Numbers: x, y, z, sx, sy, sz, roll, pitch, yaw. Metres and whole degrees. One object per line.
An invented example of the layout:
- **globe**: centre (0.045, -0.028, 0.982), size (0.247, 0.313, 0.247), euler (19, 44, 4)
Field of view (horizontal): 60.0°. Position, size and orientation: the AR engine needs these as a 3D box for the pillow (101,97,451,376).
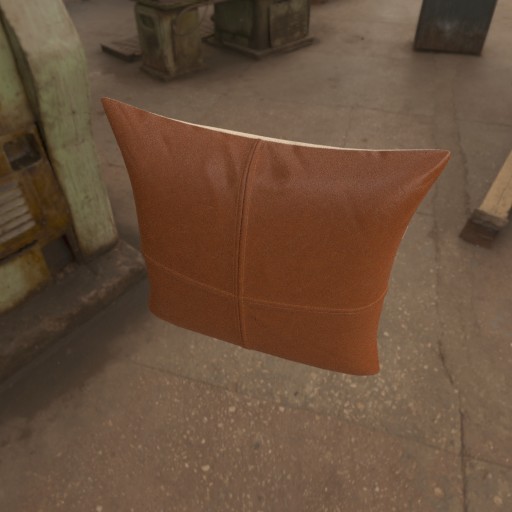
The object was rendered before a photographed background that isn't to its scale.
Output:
- **pillow**: centre (0.000, 0.000, 0.754), size (0.501, 0.477, 0.192), euler (13, 43, 14)
